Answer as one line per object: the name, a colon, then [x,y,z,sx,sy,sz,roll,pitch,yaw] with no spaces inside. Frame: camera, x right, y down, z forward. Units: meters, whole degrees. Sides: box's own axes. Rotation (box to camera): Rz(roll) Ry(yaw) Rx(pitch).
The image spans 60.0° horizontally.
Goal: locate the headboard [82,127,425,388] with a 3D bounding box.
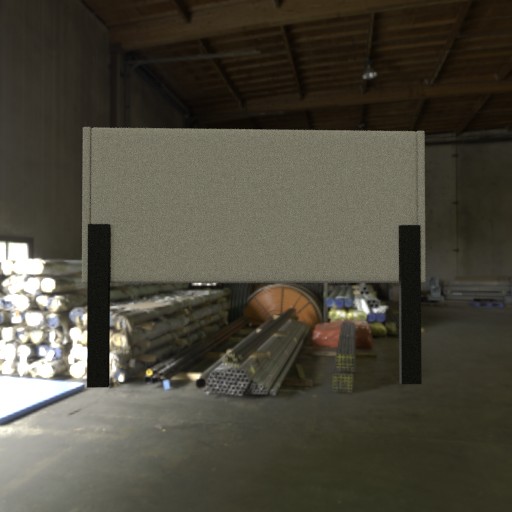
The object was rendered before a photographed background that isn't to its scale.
headboard: [0.000,0.000,2.697,2.051,1.524,0.184,0,-1,-2]
